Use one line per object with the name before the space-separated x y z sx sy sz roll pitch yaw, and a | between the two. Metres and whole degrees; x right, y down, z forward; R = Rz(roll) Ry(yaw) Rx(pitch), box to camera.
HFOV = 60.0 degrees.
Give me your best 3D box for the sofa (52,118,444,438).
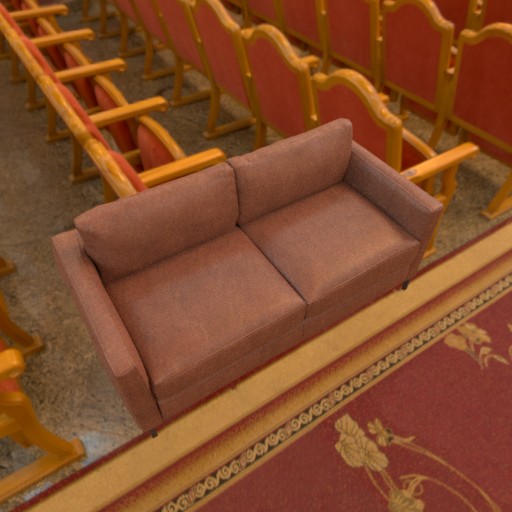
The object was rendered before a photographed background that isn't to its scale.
sofa | 0.000 0.000 2.337 1.797 0.883 0.899 -26 52 -22
